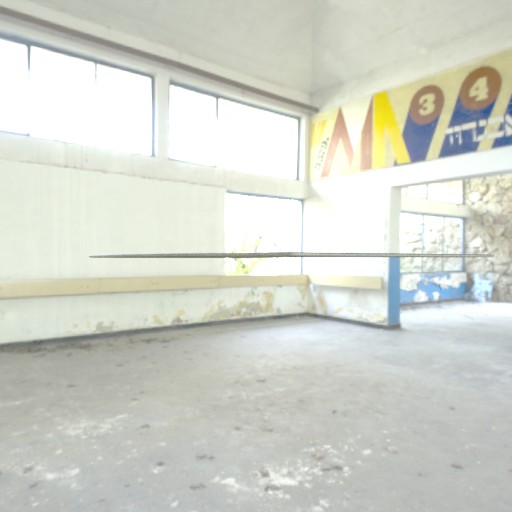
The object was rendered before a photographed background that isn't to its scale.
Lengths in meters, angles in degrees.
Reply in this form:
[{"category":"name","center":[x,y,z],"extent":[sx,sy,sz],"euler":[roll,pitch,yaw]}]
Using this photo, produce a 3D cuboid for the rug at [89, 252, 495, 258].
[{"category":"rug","center":[0.000,0.000,3.059],"extent":[1.535,0.022,2.498],"euler":[0,0,-37]}]
